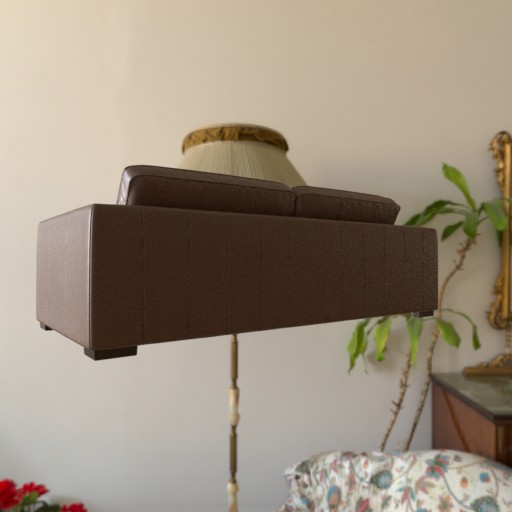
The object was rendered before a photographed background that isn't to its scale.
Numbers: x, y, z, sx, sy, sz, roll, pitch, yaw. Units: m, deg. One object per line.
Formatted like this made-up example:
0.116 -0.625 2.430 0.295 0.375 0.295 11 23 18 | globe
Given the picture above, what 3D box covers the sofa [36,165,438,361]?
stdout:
0.000 0.000 2.691 2.262 0.801 1.070 0 -1 -36 | sofa
